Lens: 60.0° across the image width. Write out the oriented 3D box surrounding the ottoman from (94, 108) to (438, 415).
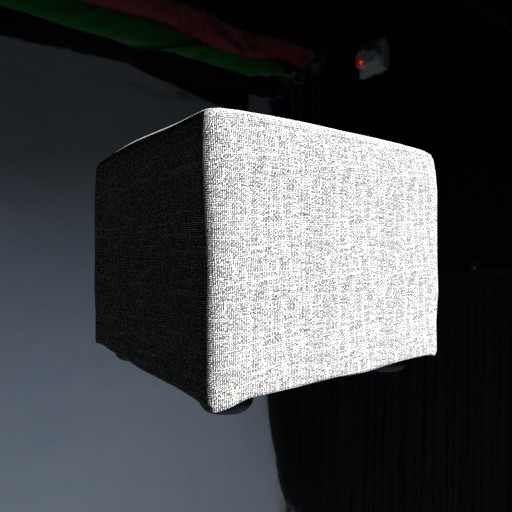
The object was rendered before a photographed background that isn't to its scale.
[{"bbox_3d":[0.000,0.000,0.909,0.521,0.453,0.512,-1,1,-36],"label":"ottoman"}]
